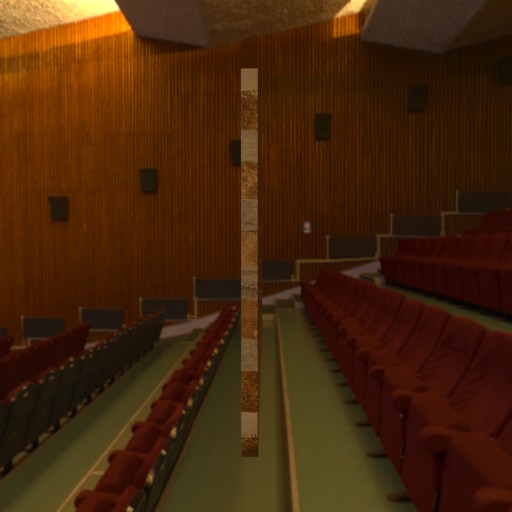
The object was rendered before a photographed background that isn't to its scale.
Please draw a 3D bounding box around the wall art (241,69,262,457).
[{"bbox_3d":[0.000,0.000,1.161,0.027,0.610,0.932,0,2,1],"label":"wall art"}]
